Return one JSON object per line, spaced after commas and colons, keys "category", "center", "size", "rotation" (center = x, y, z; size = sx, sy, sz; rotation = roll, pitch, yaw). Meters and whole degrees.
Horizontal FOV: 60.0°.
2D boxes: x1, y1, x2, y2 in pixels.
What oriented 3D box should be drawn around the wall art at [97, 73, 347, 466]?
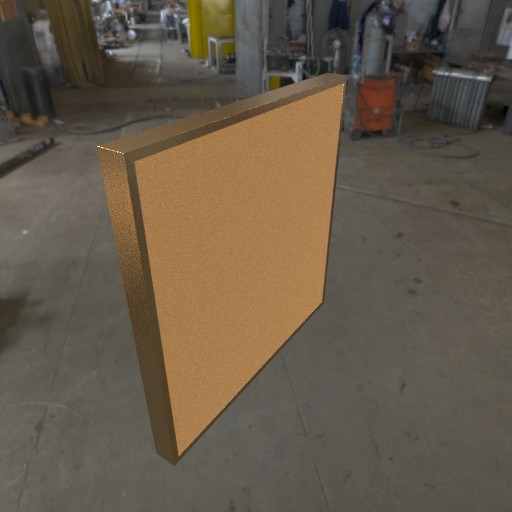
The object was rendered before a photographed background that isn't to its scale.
{"category": "wall art", "center": [0.000, 0.000, 0.752], "size": [0.040, 0.509, 0.509], "rotation": [20, 37, 29]}
